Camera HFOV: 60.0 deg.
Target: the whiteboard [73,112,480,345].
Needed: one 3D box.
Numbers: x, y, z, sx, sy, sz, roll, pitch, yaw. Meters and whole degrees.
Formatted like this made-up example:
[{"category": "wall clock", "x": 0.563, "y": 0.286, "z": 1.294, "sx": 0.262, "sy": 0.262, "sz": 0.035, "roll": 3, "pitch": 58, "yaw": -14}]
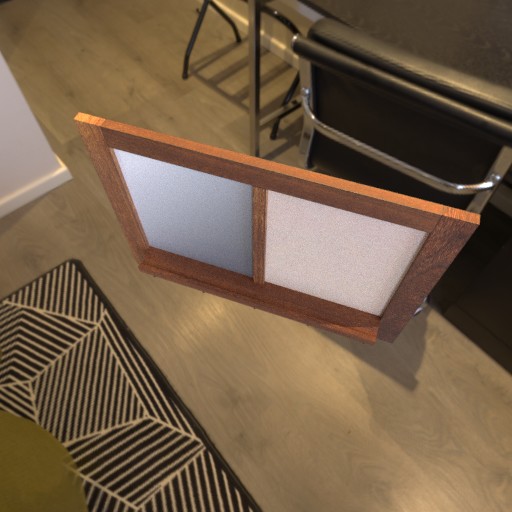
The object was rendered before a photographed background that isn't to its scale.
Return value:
[{"category": "whiteboard", "x": 0.000, "y": 0.000, "z": 1.041, "sx": 0.783, "sy": 0.559, "sz": 0.083, "roll": 17, "pitch": 60, "yaw": 10}]
